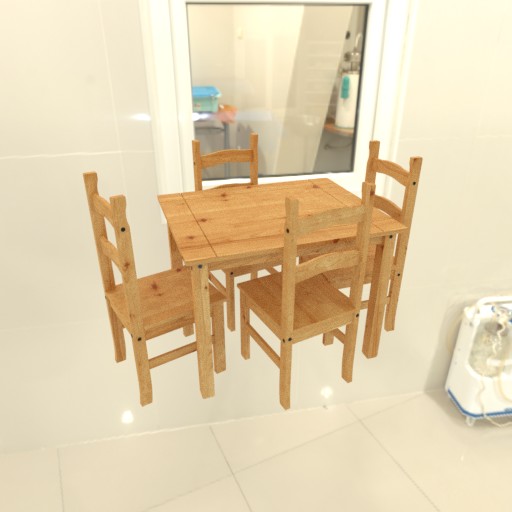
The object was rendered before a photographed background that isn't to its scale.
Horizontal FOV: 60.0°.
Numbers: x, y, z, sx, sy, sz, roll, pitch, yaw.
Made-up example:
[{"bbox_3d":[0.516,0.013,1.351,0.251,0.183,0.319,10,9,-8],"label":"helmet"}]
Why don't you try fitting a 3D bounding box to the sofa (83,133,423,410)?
[{"bbox_3d":[0.000,0.000,2.276,1.529,1.000,1.144,-9,28,-17],"label":"sofa"}]
